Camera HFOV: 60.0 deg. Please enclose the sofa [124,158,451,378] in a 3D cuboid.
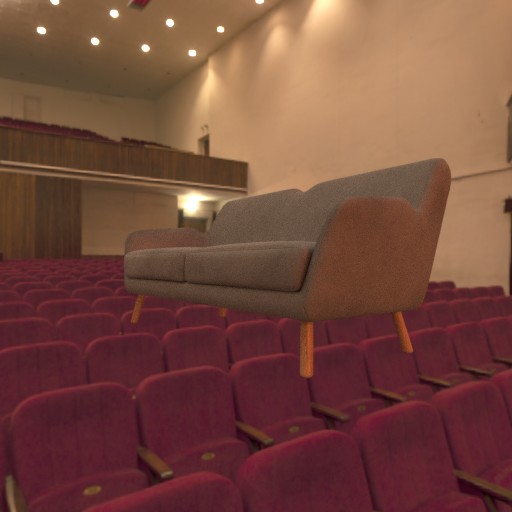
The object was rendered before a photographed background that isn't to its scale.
[{"bbox_3d":[0.000,0.000,2.289,0.850,0.810,1.870,1,-1,-36],"label":"sofa"}]
